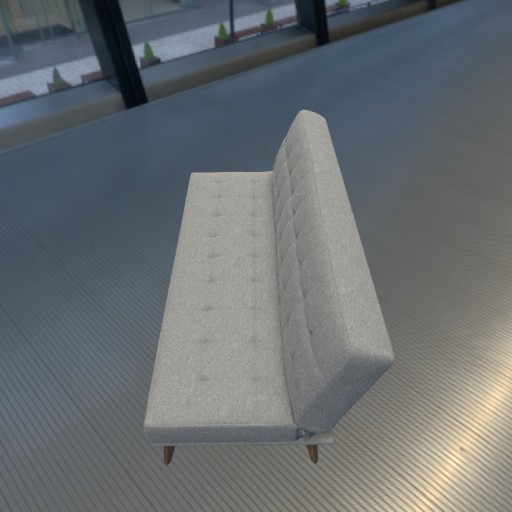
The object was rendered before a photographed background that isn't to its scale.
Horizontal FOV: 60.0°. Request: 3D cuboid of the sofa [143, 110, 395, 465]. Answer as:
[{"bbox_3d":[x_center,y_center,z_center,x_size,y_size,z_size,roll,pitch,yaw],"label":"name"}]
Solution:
[{"bbox_3d":[0.000,0.000,2.265,0.860,0.810,1.800,0,42,0],"label":"sofa"}]
